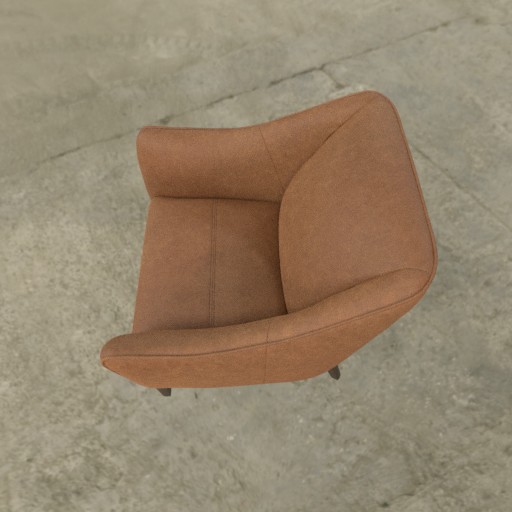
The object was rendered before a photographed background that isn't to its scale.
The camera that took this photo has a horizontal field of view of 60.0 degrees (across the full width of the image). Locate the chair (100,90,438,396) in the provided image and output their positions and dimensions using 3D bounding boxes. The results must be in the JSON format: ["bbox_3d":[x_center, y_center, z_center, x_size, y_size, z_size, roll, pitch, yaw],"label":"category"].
[{"bbox_3d":[0.000,0.000,1.510,0.852,0.830,0.871,-1,58,-1],"label":"chair"}]
